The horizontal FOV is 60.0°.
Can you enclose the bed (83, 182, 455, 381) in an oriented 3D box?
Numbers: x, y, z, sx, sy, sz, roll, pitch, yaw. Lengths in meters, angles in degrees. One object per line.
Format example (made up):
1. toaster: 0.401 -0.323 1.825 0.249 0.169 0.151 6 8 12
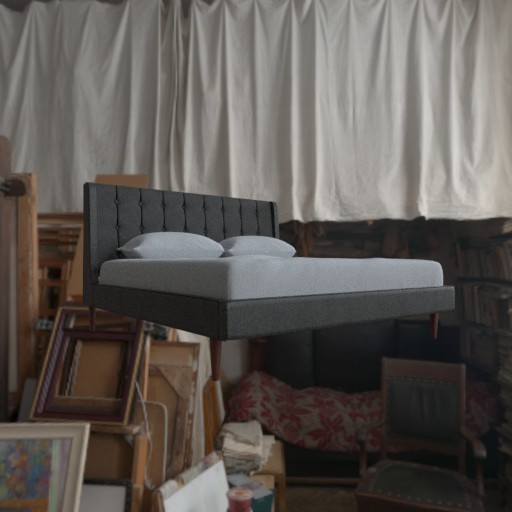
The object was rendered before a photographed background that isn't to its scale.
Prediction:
1. bed: 0.000 0.000 3.272 1.903 1.158 2.031 0 -1 -38
